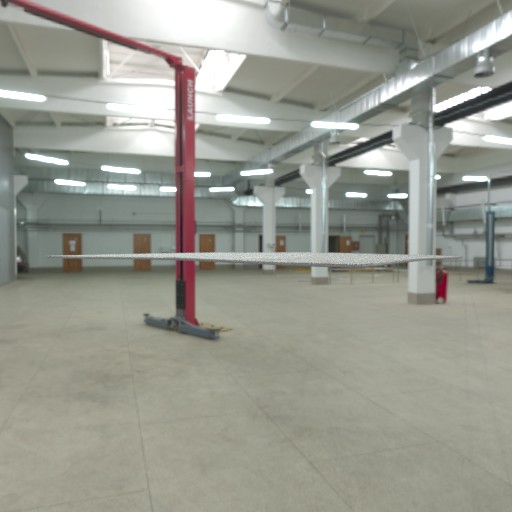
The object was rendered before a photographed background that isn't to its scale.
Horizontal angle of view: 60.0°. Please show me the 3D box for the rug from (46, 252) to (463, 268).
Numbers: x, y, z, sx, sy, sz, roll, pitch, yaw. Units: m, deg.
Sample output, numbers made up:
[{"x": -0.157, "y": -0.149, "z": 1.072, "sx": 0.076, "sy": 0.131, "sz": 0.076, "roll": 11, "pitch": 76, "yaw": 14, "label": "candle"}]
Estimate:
[{"x": 0.000, "y": 0.000, "z": 4.243, "sx": 3.202, "sy": 0.045, "sz": 2.434, "roll": 1, "pitch": 2, "yaw": 37, "label": "rug"}]
